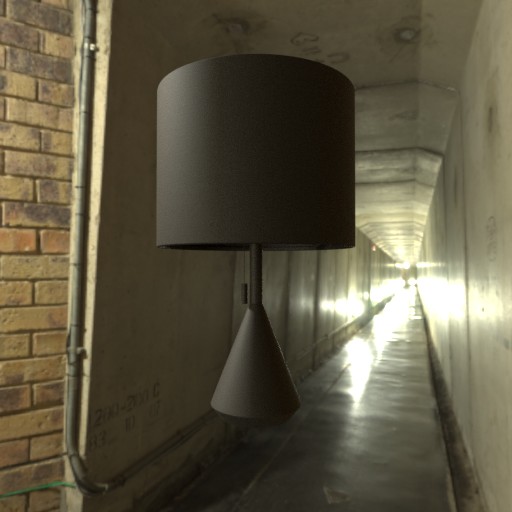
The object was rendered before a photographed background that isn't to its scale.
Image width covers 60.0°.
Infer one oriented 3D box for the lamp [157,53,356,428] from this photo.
[{"bbox_3d":[0.000,0.000,0.819,0.359,0.584,0.359,0,-1,-18],"label":"lamp"}]
